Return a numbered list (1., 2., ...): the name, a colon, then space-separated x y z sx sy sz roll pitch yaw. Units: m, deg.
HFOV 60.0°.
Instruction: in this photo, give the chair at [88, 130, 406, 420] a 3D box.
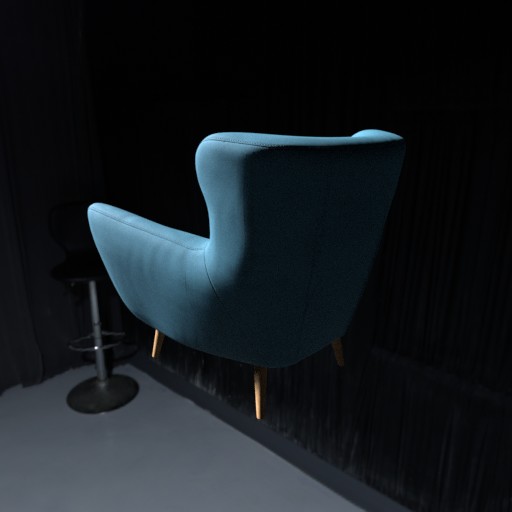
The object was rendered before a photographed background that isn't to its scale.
1. chair: 0.000 0.000 1.627 0.889 0.889 0.890 16 23 42
